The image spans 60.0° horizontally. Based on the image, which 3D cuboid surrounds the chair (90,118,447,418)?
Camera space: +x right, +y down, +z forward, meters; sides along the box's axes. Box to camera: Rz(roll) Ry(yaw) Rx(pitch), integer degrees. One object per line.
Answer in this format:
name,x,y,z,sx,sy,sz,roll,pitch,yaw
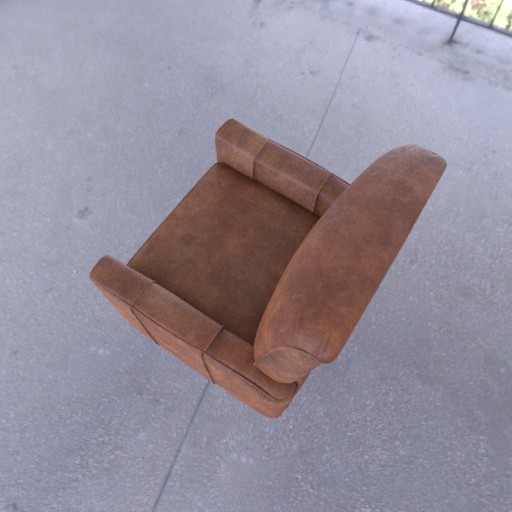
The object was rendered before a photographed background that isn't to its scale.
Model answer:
chair,0.000,0.000,1.610,0.836,1.043,0.843,30,67,14
